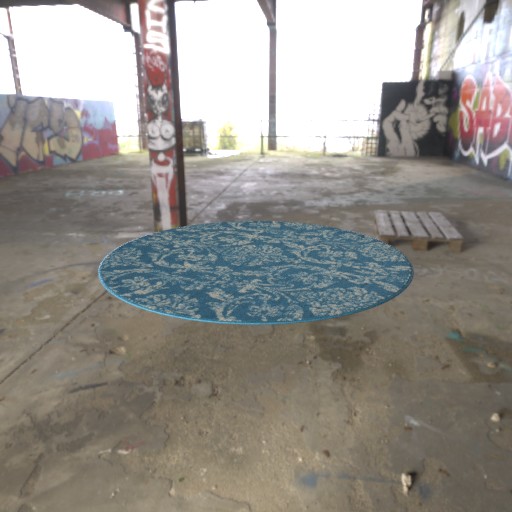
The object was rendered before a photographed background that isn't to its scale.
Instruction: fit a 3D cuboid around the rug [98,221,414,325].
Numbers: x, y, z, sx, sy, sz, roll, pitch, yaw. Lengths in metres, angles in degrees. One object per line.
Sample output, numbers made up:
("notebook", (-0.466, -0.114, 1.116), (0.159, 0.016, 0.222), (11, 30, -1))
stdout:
("rug", (0.000, 0.000, 2.361), (1.593, 0.012, 1.593), (0, 18, 0))
